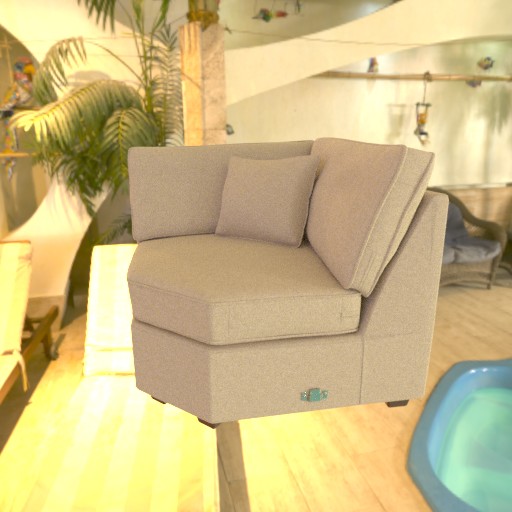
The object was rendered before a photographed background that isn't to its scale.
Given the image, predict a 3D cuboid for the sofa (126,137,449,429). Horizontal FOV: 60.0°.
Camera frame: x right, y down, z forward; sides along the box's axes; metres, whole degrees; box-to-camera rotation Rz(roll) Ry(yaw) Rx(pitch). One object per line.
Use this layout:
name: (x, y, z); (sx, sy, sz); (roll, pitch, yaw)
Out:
sofa: (0.000, 0.000, 1.834); (1.050, 0.937, 1.042); (-3, 16, -9)
